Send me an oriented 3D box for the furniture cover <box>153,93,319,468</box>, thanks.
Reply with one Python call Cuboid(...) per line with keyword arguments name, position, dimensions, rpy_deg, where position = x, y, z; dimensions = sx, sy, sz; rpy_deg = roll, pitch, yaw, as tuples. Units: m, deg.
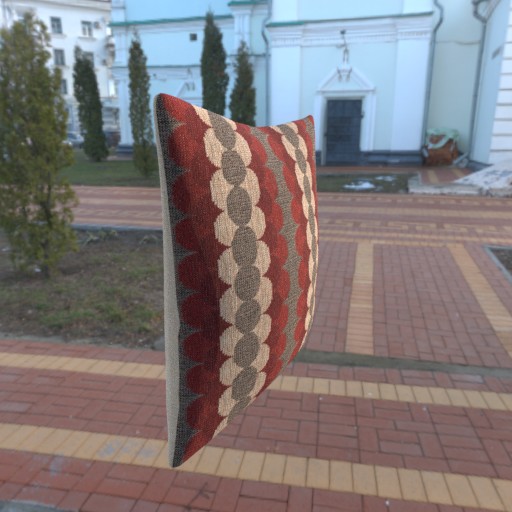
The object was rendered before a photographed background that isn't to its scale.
Cuboid(name="furniture cover", position=(0.000, 0.000, 0.651), dimensions=(0.145, 0.420, 0.435), rpy_deg=(8, 17, 26))
